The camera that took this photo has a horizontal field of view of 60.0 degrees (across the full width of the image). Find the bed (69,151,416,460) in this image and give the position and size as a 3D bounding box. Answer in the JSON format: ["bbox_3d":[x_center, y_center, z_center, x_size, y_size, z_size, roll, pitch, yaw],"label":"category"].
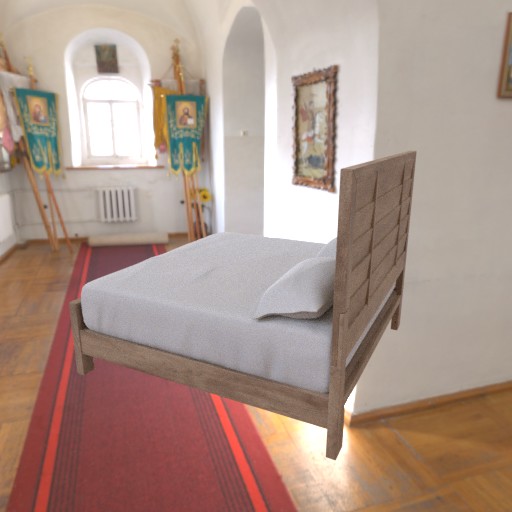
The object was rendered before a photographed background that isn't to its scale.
[{"bbox_3d":[0.000,0.000,3.605,2.062,1.626,2.032,8,18,26],"label":"bed"}]
